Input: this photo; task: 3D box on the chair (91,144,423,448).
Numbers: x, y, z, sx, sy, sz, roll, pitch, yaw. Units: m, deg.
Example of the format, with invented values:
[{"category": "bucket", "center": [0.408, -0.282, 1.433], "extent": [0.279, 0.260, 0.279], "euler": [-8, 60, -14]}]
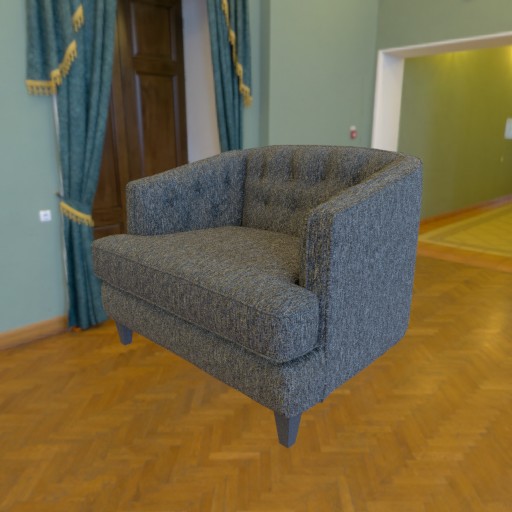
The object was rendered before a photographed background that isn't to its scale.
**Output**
[{"category": "chair", "center": [0.000, 0.000, 1.797], "extent": [1.104, 0.852, 0.941], "euler": [15, 22, 42]}]
